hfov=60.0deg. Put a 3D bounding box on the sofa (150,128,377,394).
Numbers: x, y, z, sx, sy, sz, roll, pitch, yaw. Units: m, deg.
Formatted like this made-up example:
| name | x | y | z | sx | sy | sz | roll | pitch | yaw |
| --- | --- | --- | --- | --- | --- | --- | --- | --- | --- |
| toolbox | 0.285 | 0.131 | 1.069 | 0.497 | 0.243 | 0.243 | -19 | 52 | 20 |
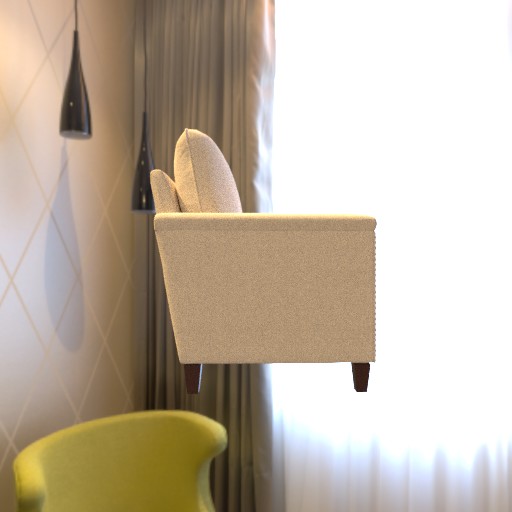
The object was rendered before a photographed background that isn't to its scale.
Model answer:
| name | x | y | z | sx | sy | sz | roll | pitch | yaw |
| --- | --- | --- | --- | --- | --- | --- | --- | --- | --- |
| sofa | 0.000 | 0.000 | 2.478 | 0.828 | 0.961 | 1.925 | 0 | 0 | -2 |
